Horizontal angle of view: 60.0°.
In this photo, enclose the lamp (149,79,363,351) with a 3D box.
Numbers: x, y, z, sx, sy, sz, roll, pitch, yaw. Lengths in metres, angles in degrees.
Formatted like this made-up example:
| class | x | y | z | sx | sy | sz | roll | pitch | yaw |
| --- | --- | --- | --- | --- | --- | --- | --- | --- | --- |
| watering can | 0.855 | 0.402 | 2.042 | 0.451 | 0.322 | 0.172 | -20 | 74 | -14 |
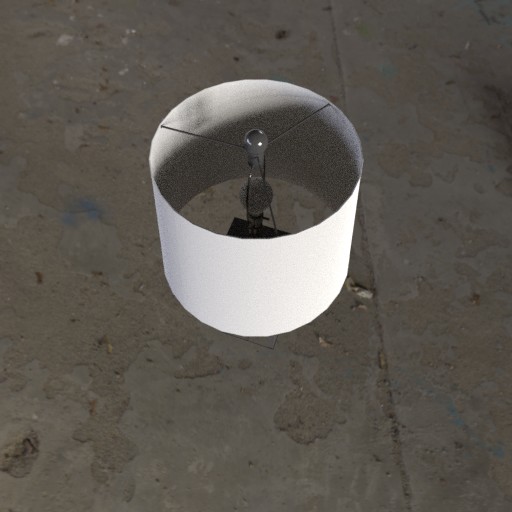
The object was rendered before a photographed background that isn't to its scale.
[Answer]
| class | x | y | z | sx | sy | sz | roll | pitch | yaw |
| --- | --- | --- | --- | --- | --- | --- | --- | --- | --- |
| lamp | 0.000 | 0.000 | 0.788 | 0.320 | 0.591 | 0.320 | 0 | 60 | 0 |
